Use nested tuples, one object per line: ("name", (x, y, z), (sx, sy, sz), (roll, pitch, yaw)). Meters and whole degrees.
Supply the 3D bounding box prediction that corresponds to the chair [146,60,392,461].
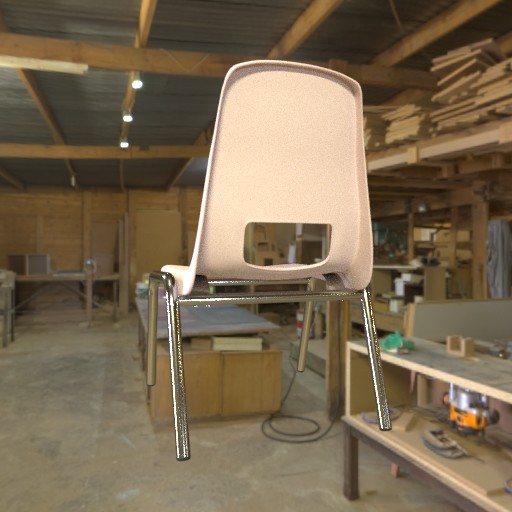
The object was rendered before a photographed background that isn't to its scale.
("chair", (0.000, 0.000, 0.787), (0.354, 0.537, 0.385), (0, 1, -18))
